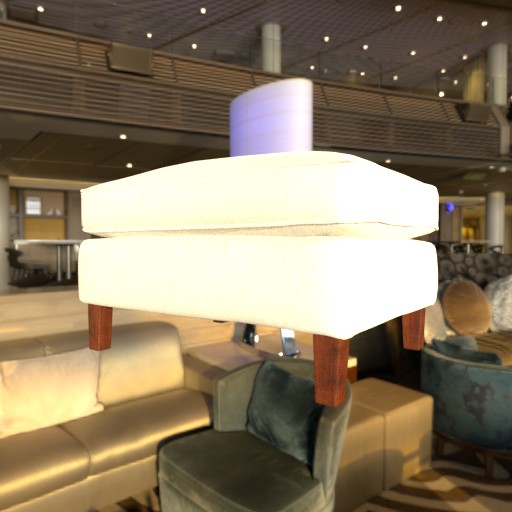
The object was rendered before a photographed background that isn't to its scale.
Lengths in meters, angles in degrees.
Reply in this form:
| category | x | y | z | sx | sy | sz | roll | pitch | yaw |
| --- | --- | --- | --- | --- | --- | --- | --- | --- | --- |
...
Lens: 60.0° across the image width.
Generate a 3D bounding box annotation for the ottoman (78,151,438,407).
| category | x | y | z | sx | sy | sz | roll | pitch | yaw |
| --- | --- | --- | --- | --- | --- | --- | --- | --- | --- |
| ottoman | 0.000 | 0.000 | 0.968 | 0.665 | 0.406 | 0.501 | 1 | 2 | 36 |
